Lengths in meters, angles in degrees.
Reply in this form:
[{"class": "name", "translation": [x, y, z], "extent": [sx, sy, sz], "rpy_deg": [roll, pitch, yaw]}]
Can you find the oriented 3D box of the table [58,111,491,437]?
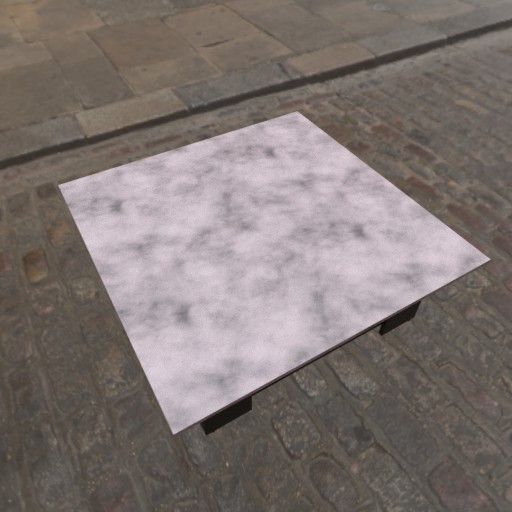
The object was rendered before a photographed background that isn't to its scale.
[{"class": "table", "translation": [0.000, 0.000, 1.368], "extent": [0.890, 0.305, 0.890], "rpy_deg": [-23, 51, -20]}]
